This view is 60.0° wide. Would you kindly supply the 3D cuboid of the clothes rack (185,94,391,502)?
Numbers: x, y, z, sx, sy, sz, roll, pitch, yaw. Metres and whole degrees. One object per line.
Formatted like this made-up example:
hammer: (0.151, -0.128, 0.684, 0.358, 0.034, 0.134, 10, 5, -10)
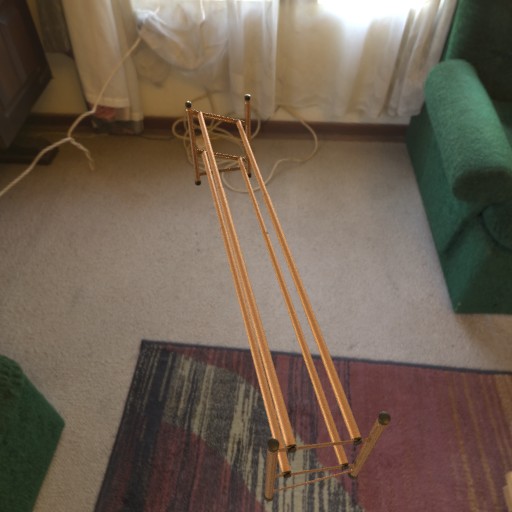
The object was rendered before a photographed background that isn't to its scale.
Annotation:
clothes rack: (0.000, 0.000, 1.270, 0.229, 0.349, 1.168, -10, 49, -9)
